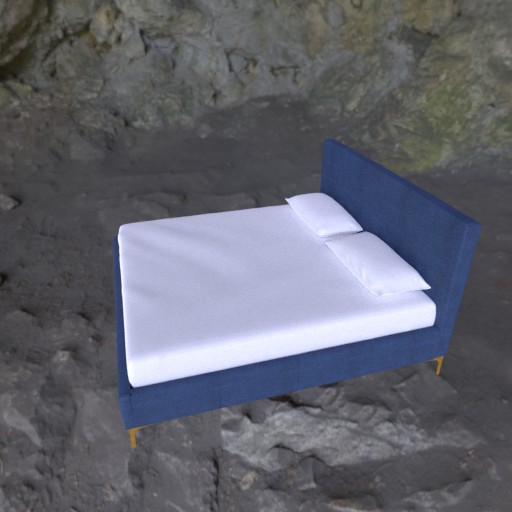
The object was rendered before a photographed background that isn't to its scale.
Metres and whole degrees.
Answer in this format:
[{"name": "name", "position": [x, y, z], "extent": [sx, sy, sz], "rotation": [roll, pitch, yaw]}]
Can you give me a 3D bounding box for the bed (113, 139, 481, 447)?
[{"name": "bed", "position": [0.000, 0.000, 3.538], "extent": [2.232, 1.231, 2.096], "rotation": [-8, 30, -14]}]
